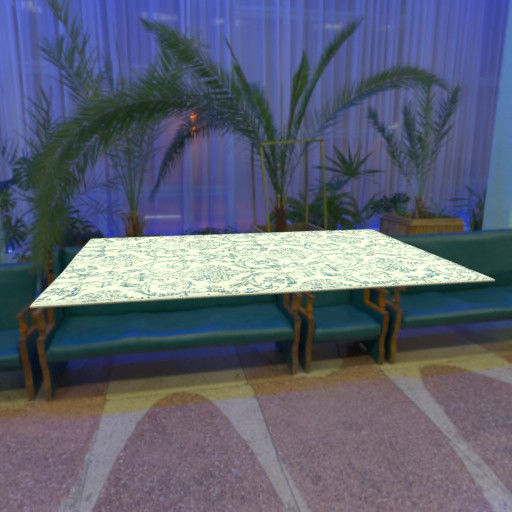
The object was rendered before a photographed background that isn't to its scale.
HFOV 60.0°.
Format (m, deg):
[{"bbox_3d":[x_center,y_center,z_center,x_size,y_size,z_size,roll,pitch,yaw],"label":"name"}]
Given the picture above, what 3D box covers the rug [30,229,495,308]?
[{"bbox_3d":[0.000,0.000,3.433,2.746,0.018,1.819,-2,14,-10],"label":"rug"}]
